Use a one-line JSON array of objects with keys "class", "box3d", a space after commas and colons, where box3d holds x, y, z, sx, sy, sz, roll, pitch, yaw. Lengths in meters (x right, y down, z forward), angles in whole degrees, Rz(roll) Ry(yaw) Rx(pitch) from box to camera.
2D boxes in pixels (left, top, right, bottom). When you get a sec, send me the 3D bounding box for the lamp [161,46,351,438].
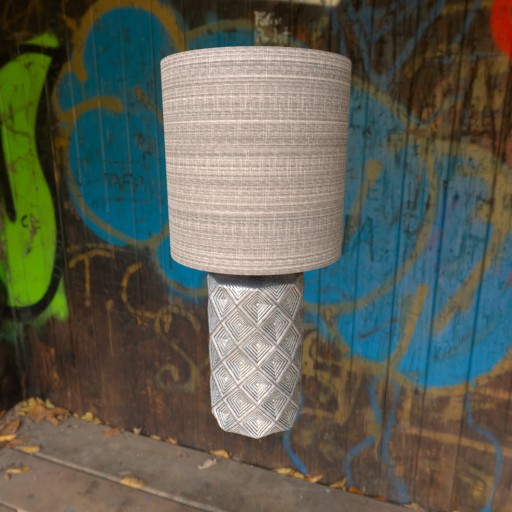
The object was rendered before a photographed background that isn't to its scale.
[{"class": "lamp", "box3d": [0.000, 0.000, 0.708, 0.268, 0.566, 0.269, -2, 15, -7]}]
